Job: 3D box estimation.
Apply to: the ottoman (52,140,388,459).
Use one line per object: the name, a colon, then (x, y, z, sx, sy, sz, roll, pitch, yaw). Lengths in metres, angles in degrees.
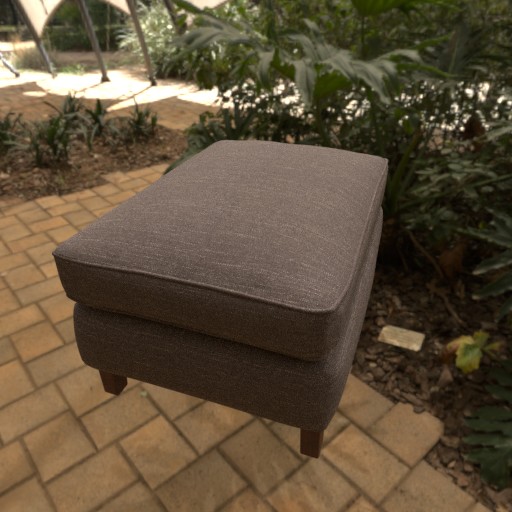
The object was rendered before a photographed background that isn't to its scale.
ottoman: (0.000, 0.000, 0.978, 0.508, 0.406, 0.686, 11, 32, 17)
